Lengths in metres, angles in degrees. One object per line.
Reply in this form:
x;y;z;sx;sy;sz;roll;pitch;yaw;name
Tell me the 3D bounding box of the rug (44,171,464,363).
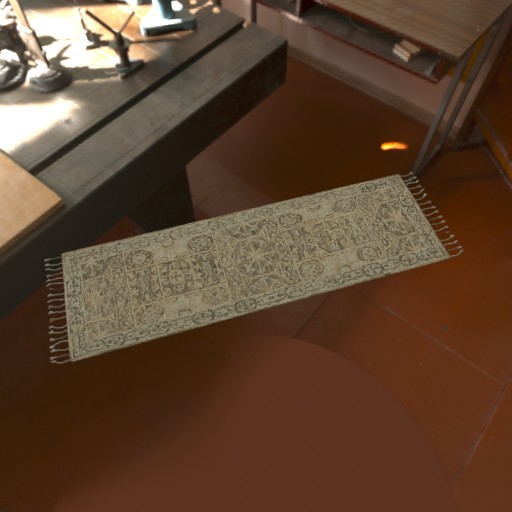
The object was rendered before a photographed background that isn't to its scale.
0.000;0.000;2.910;2.664;0.011;0.762;-14;59;-9;rug
